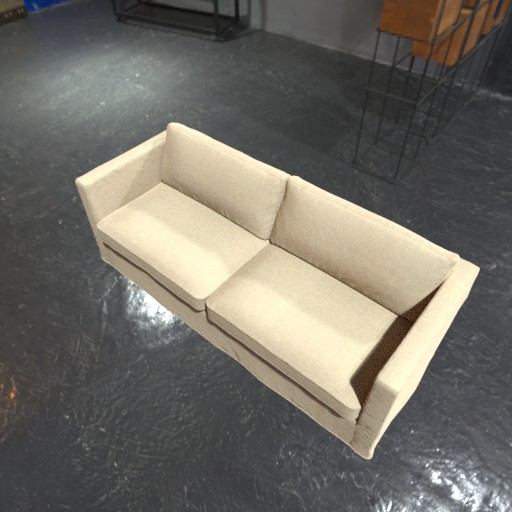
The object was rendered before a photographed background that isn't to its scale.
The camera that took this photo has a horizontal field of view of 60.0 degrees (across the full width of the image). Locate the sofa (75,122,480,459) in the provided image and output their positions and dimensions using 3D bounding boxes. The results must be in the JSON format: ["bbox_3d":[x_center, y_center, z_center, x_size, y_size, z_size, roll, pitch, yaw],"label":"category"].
[{"bbox_3d":[0.000,0.000,2.768,2.312,0.853,0.962,31,54,26],"label":"sofa"}]
